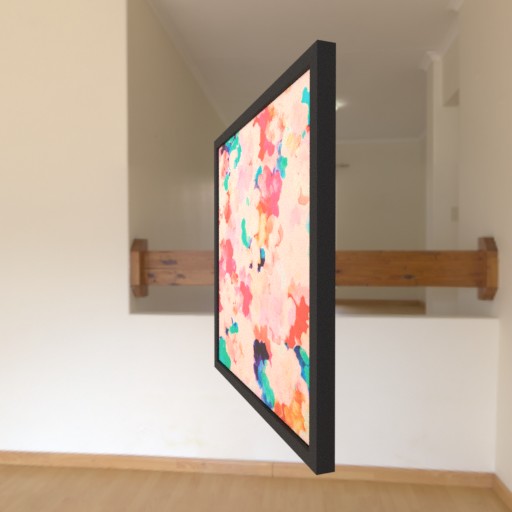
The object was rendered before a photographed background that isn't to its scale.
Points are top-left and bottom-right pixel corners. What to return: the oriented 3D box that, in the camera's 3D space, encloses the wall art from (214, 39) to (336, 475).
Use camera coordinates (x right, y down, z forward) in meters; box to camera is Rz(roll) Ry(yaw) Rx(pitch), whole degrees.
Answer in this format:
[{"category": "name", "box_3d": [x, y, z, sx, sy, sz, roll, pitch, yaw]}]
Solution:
[{"category": "wall art", "box_3d": [0.000, 0.000, 0.457, 0.015, 0.304, 0.306, 0, 1, -19]}]
